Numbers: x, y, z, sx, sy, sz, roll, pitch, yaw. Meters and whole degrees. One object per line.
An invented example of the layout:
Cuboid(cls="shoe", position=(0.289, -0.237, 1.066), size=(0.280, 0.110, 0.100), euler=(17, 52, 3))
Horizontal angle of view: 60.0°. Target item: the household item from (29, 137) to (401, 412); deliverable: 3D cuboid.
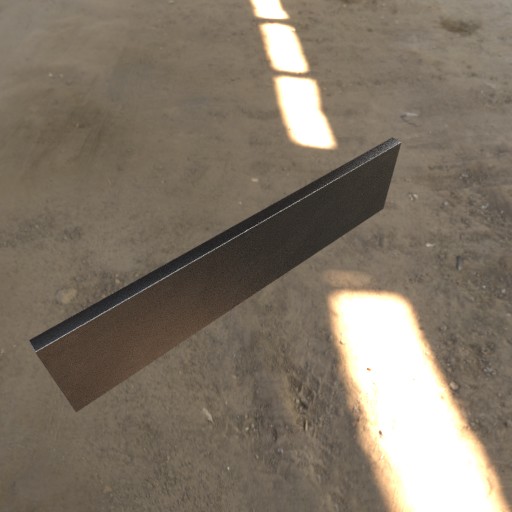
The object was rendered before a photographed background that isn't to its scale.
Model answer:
Cuboid(cls="household item", position=(0.000, 0.000, 1.063), size=(1.001, 0.236, 0.030), euler=(-32, 54, -26))
